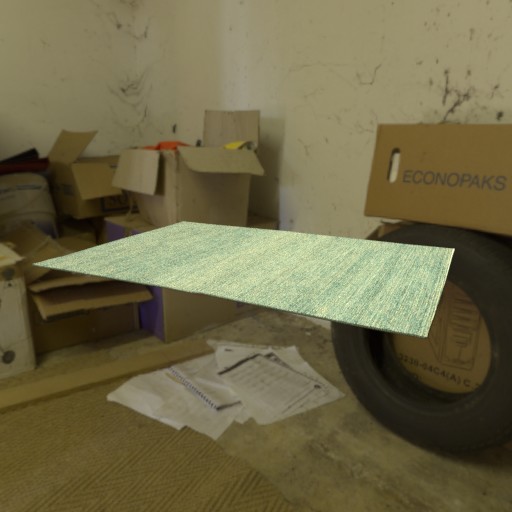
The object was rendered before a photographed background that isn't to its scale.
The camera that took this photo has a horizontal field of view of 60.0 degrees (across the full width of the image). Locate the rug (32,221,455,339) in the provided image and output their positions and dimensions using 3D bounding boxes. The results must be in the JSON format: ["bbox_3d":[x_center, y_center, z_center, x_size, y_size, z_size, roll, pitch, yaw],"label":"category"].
[{"bbox_3d":[0.000,0.000,5.130,4.078,0.052,2.802,8,17,26],"label":"rug"}]
